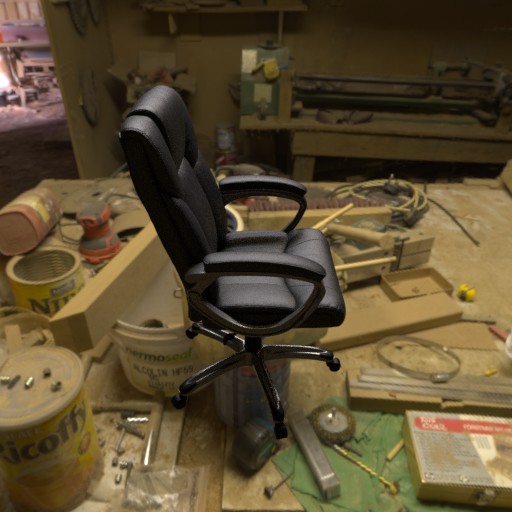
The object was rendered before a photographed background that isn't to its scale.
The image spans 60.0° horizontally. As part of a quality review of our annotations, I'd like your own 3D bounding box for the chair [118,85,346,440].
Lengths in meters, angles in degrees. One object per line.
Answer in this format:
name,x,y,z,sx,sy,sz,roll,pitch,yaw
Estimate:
chair,0.000,0.000,1.599,0.719,1.130,0.721,1,32,1
